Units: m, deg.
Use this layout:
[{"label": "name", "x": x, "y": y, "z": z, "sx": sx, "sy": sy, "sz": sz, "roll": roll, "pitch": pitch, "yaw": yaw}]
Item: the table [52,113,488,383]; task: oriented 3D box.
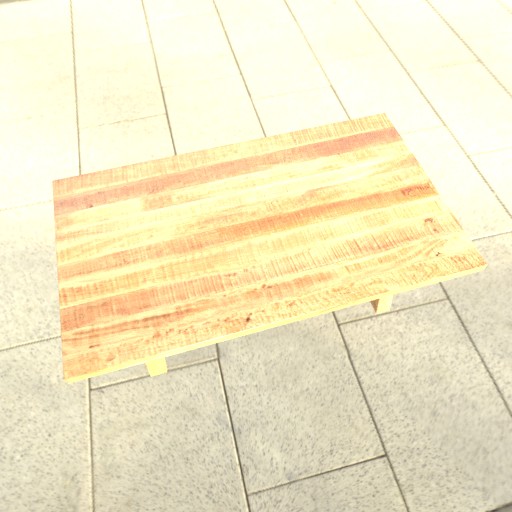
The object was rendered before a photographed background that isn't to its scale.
[{"label": "table", "x": 0.000, "y": 0.000, "z": 1.703, "sx": 1.320, "sy": 0.455, "sz": 0.760, "roll": -14, "pitch": 58, "yaw": -9}]
